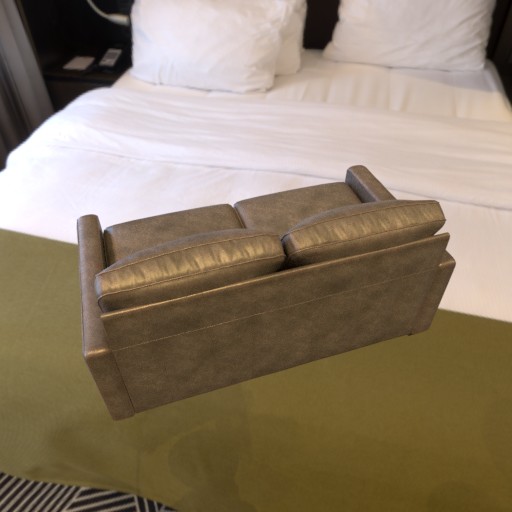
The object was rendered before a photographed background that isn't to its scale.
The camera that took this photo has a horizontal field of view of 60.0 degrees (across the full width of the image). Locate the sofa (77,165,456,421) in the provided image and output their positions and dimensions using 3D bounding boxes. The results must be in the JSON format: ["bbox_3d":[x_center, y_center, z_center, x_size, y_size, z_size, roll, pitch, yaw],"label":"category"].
[{"bbox_3d":[0.000,0.000,2.302,1.732,0.916,0.939,-13,44,-13],"label":"sofa"}]
